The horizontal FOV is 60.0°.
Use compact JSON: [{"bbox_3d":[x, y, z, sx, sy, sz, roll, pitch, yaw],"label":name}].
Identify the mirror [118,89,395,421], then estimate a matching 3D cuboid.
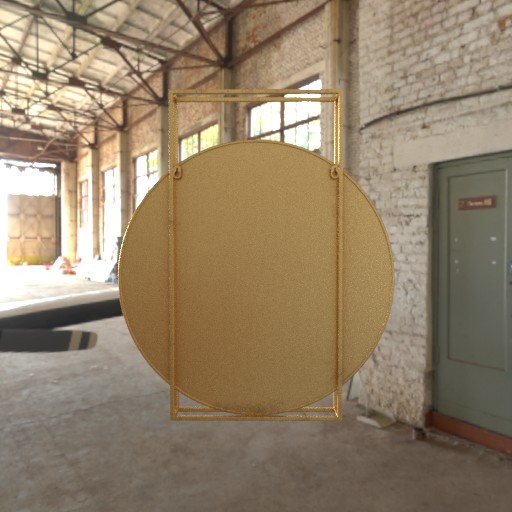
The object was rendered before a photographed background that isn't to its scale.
[{"bbox_3d":[0.000,0.000,0.831,0.508,0.603,0.051,0,1,0],"label":"mirror"}]
